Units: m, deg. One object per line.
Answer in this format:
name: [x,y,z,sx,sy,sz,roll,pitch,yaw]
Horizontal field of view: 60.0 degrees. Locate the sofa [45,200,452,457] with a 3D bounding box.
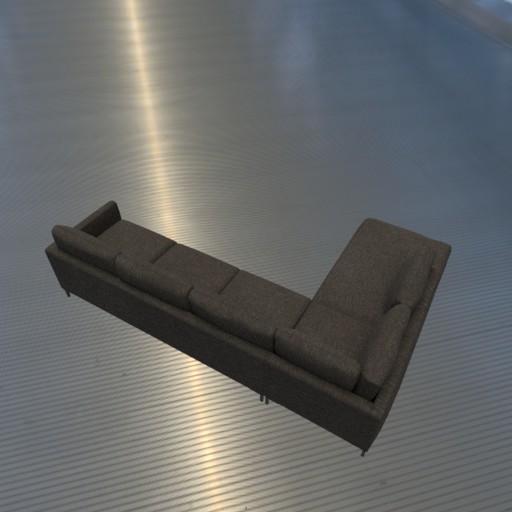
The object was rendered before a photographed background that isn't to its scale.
sofa: [0.000,0.000,3.884,2.949,0.815,2.007,22,49,21]
